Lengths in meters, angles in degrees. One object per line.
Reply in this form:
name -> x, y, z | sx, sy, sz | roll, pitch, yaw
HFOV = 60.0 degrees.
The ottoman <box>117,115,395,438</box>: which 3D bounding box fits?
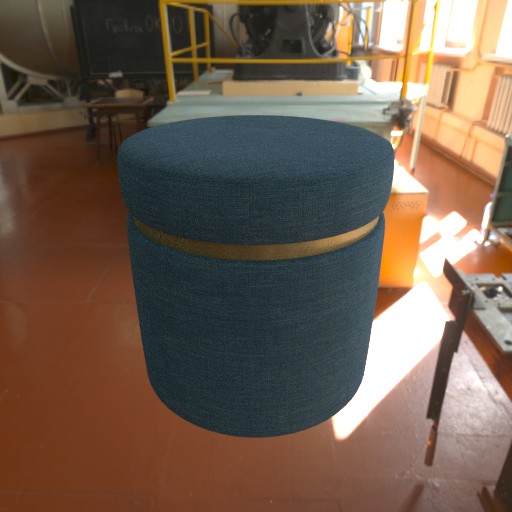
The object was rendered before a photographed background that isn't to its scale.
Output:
ottoman -> 0.000, 0.000, 0.731 | 0.398, 0.406, 0.398 | 0, 27, 0
